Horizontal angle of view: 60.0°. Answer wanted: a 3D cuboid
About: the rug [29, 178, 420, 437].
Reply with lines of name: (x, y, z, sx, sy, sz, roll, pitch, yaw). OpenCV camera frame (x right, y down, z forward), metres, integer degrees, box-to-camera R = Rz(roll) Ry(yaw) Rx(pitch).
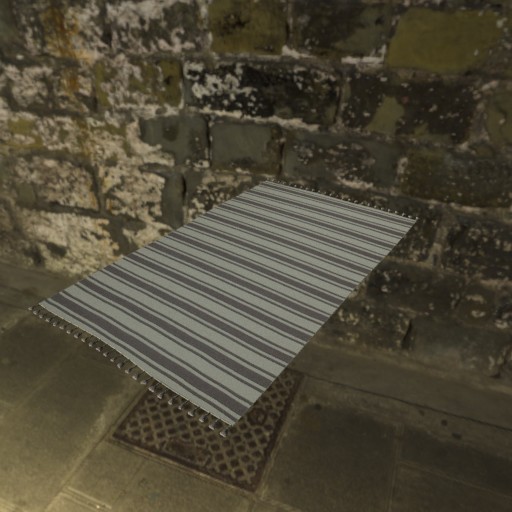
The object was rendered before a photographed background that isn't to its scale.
rug: (0.000, 0.000, 2.561, 1.229, 0.011, 2.096, 21, 37, 30)
